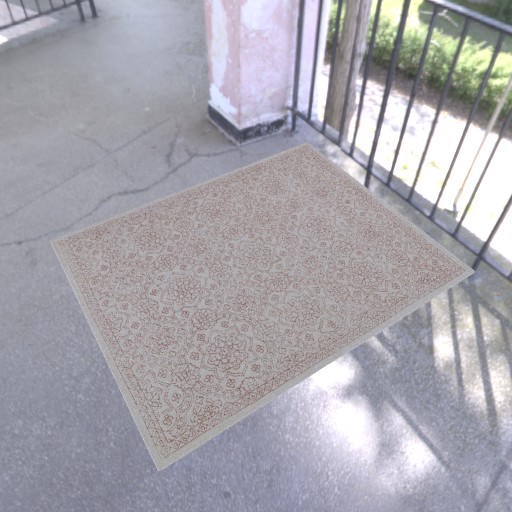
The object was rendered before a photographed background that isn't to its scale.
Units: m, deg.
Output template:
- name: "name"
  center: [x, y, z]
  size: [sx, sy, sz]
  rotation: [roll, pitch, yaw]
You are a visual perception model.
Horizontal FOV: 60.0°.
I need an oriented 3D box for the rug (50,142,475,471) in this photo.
- name: "rug"
  center: [0.000, 0.000, 4.054]
  size: [3.050, 0.015, 2.441]
  rotation: [-25, 52, -22]
